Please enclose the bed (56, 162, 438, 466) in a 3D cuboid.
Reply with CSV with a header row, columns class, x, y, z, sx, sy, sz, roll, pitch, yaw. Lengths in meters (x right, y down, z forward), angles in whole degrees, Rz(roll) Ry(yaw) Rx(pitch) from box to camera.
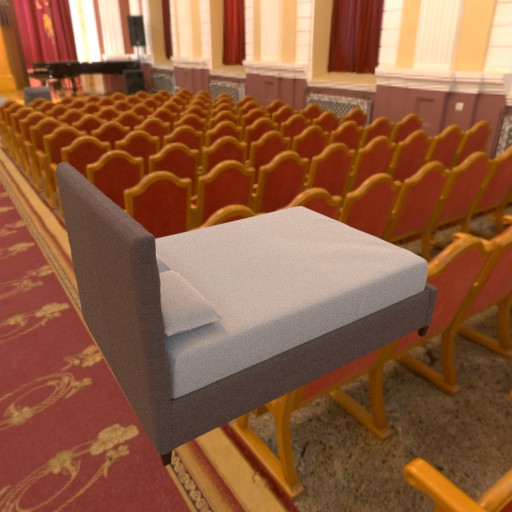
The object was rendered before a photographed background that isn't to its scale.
class,x,y,z,sx,sy,sz,roll,pitch,yaw
bed,0.000,0.000,3.432,2.387,1.427,1.698,-16,29,-30
